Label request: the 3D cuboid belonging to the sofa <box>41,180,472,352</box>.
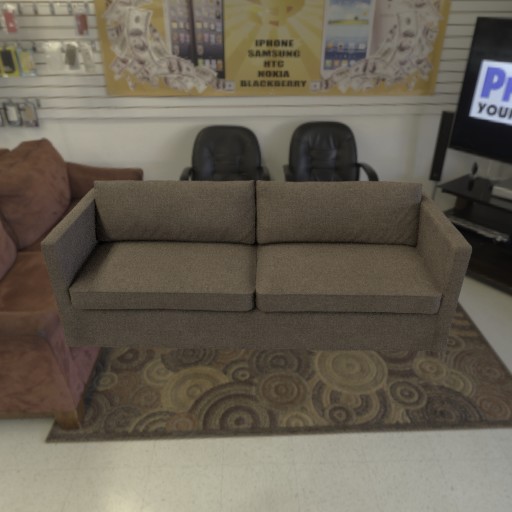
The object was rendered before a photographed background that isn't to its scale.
[{"bbox_3d":[0.000,0.000,3.380,2.779,0.998,1.036,1,30,1],"label":"sofa"}]
